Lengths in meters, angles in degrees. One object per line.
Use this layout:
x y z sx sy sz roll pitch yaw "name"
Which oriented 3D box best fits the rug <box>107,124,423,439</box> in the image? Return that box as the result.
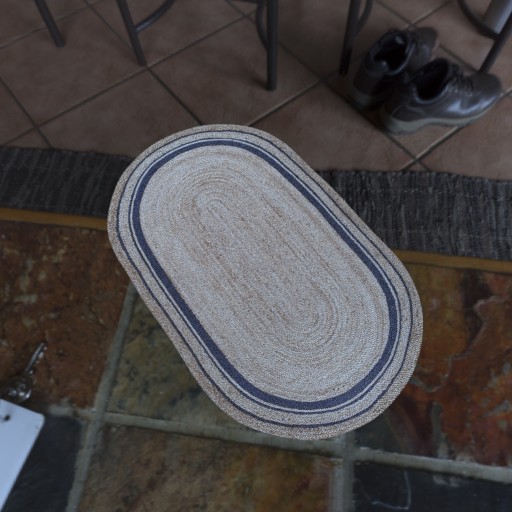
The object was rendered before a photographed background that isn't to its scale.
0.000 0.000 2.942 1.520 0.006 2.432 -33 69 -15 "rug"
